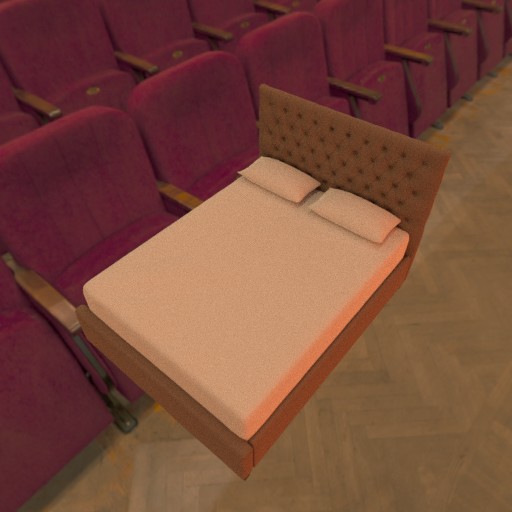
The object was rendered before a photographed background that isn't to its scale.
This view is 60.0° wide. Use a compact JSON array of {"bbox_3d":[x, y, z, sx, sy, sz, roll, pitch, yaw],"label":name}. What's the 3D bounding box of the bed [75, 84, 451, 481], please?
[{"bbox_3d":[0.000,0.000,3.322,1.696,1.426,2.233,31,53,27],"label":"bed"}]
